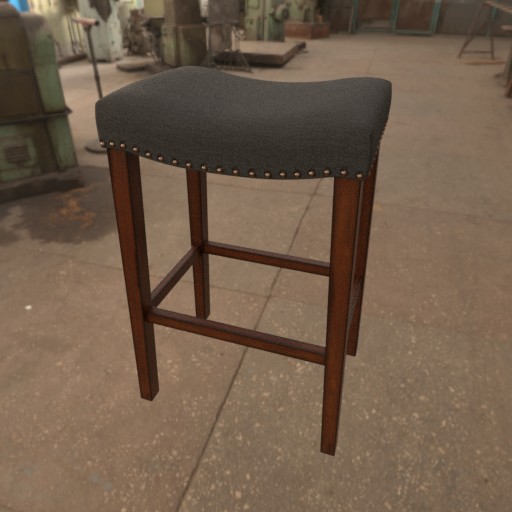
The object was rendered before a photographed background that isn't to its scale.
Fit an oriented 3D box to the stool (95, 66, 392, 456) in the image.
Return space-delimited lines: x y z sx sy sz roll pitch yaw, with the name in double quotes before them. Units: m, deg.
"stool" 0.000 0.000 1.017 0.502 0.760 0.366 11 34 16
